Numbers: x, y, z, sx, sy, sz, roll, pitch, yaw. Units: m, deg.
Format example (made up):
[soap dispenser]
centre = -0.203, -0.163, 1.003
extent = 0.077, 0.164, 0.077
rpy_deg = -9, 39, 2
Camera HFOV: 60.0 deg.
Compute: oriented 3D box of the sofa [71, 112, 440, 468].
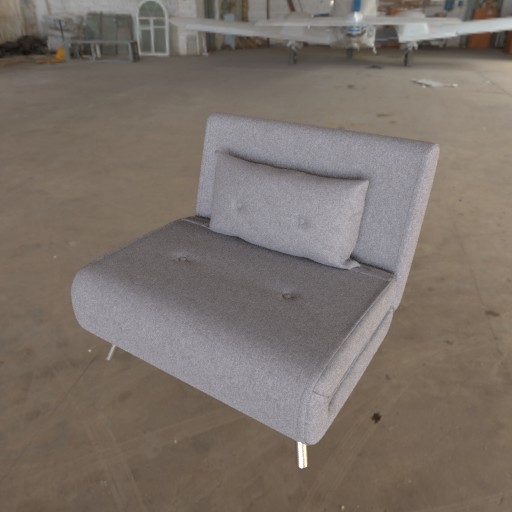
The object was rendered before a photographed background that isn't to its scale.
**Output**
[sofa]
centre = 0.000, 0.000, 1.694
extent = 1.020, 0.825, 1.000
rpy_deg = 18, 34, 28
